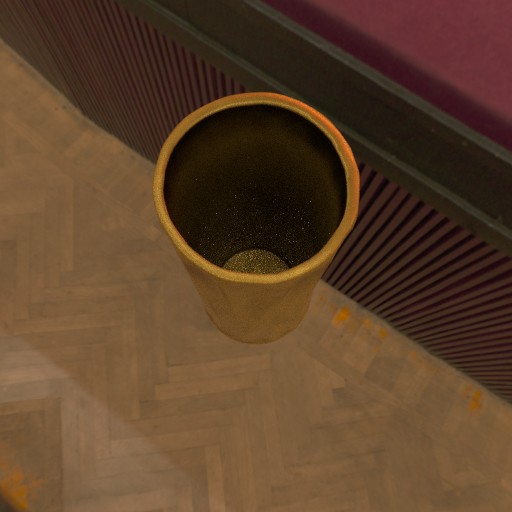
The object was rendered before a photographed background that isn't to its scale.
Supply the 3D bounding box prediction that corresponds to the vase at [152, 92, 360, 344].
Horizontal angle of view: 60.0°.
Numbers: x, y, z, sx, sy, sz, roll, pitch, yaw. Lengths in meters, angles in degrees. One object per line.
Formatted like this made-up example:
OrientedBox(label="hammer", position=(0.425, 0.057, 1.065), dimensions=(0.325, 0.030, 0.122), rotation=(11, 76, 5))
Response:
OrientedBox(label="vase", position=(0.000, 0.000, 0.178), dimensions=(0.061, 0.143, 0.061), rotation=(0, 75, 0))
